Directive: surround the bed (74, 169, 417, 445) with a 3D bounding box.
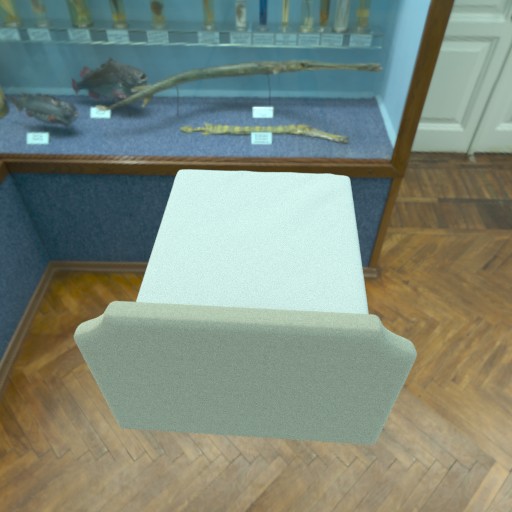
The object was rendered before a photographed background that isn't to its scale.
[{"bbox_3d":[0.000,0.000,3.187,1.693,1.290,2.116,3,46,3],"label":"bed"}]
